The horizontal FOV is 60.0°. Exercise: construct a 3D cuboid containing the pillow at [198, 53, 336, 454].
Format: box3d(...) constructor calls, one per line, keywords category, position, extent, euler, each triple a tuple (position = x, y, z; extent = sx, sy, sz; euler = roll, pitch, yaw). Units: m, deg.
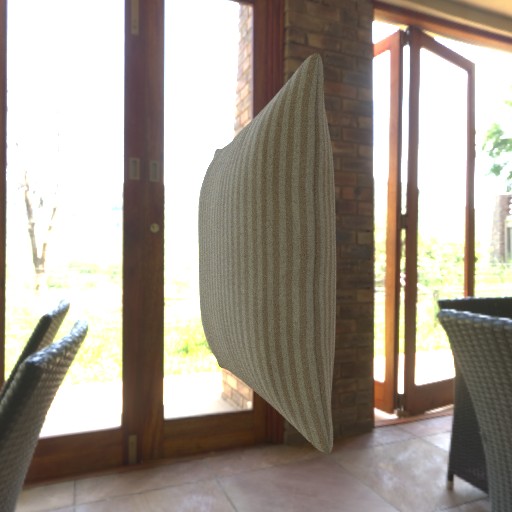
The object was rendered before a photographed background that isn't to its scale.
box3d(category="pillow", position=(0.000, 0.000, 0.796), extent=(0.166, 0.510, 0.523), euler=(0, -1, -19))
